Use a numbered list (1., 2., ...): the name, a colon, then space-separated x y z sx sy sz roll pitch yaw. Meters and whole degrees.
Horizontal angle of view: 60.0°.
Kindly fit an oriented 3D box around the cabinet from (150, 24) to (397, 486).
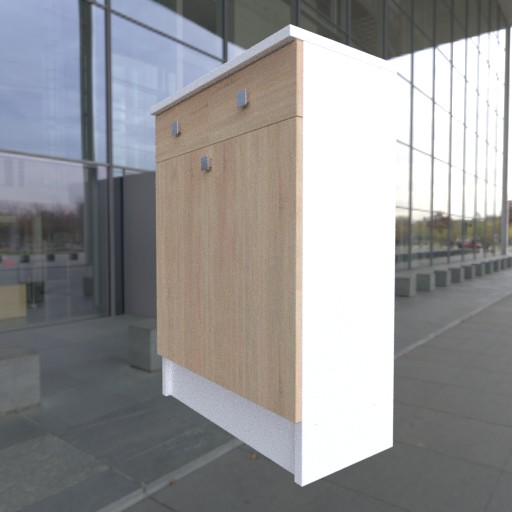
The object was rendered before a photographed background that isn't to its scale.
1. cabinet: 0.000 0.000 1.098 0.296 0.815 0.600 -2 3 -36
